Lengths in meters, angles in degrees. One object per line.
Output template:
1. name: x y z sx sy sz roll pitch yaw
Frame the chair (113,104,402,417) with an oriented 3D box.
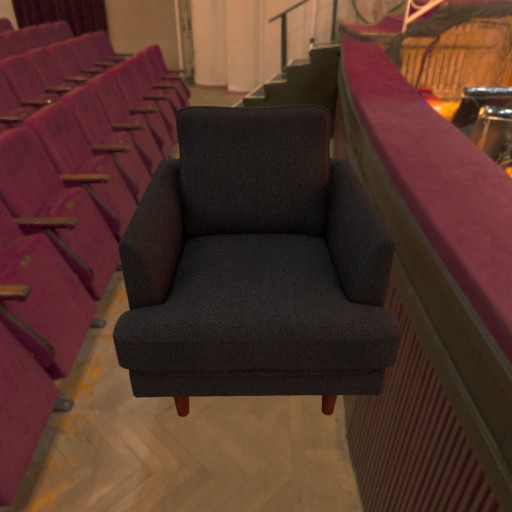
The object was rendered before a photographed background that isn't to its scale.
1. chair: 0.000 0.000 1.648 0.858 0.957 0.899 0 31 -1
